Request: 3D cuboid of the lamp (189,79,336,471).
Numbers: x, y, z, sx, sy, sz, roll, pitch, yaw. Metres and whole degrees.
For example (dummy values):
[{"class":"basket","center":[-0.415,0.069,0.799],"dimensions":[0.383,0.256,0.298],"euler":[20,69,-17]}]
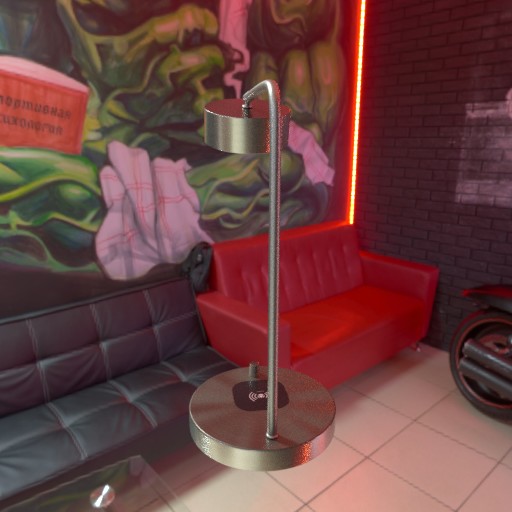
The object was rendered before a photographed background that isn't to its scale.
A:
[{"class":"lamp","center":[0.000,0.000,0.652],"dimensions":[0.211,0.469,0.334],"euler":[-2,15,-8]}]
